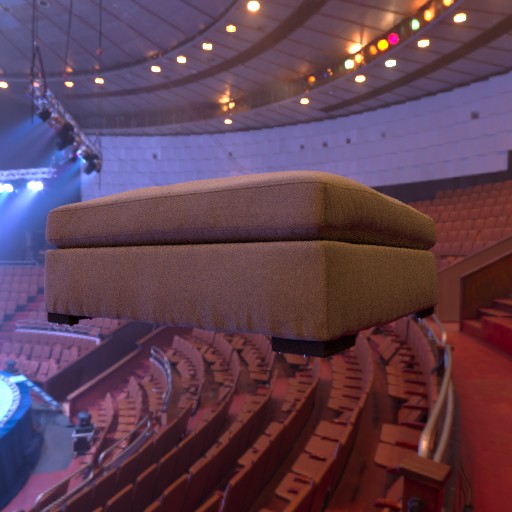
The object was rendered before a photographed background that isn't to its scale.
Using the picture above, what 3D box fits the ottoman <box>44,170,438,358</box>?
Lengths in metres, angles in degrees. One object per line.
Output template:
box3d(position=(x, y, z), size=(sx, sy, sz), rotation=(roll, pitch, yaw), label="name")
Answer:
box3d(position=(0.000, 0.000, 1.805), size=(1.203, 0.517, 1.171), rotation=(-1, -1, 34), label="ottoman")
